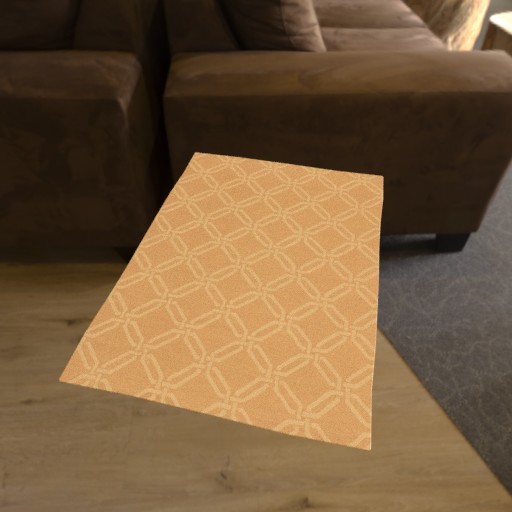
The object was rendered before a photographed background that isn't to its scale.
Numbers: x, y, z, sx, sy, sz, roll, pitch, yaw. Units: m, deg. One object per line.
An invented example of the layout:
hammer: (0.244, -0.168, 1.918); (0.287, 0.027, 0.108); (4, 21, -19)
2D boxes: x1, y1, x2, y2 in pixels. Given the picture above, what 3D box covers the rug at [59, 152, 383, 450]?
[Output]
rug: (0.000, 0.000, 2.782); (1.524, 0.013, 2.135); (9, 46, 9)
